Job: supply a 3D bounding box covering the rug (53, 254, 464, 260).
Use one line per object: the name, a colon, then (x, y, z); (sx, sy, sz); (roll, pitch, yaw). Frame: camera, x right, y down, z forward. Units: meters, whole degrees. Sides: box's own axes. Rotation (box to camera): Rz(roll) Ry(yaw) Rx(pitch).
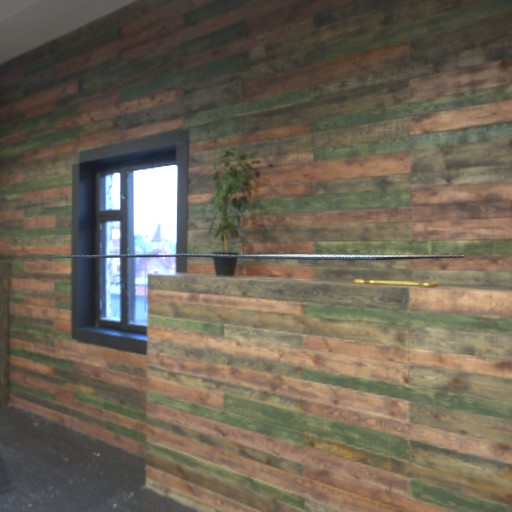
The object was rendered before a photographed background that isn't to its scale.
rug: (0.000, 0.000, 3.057); (2.349, 0.030, 1.624); (0, 0, 36)
